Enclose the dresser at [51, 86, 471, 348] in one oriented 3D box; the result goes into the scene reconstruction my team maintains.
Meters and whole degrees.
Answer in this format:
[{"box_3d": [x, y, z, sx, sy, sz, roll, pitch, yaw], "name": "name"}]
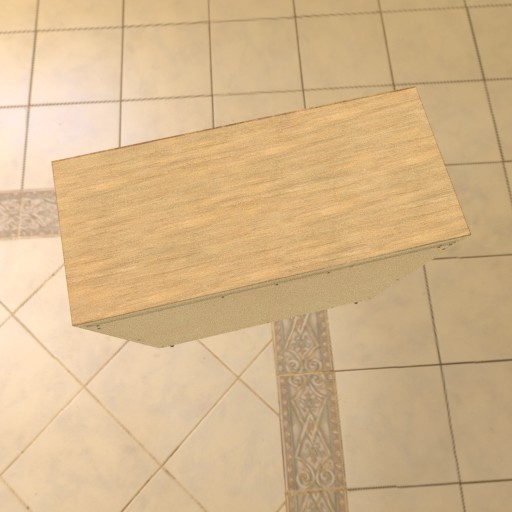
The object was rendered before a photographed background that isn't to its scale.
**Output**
[{"box_3d": [0.000, 0.000, 1.739, 1.016, 1.219, 0.457, -13, 76, -3], "name": "dresser"}]
